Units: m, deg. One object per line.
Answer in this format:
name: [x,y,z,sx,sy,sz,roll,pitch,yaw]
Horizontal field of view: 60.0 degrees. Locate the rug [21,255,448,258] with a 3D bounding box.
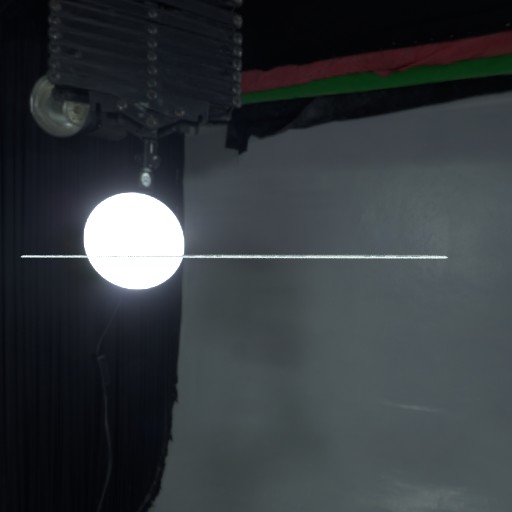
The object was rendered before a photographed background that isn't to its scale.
rug: [0.000,0.000,4.083,3.040,0.014,2.423,0,0,18]
